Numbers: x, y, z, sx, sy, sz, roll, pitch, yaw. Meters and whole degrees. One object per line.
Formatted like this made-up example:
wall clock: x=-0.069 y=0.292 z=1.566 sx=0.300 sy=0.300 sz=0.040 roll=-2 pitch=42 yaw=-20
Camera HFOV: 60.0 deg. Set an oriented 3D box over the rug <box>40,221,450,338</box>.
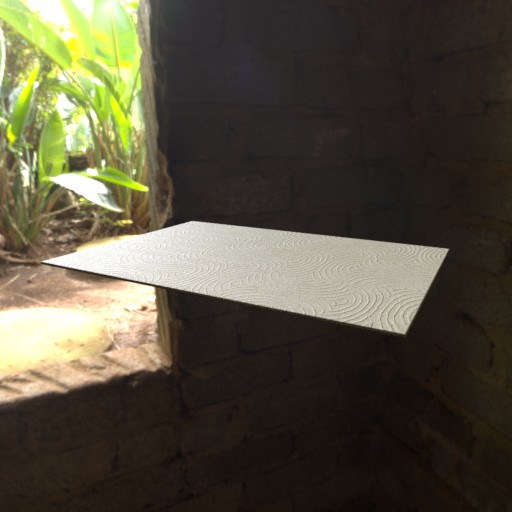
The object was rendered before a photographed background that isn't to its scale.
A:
rug: x=0.000 y=0.000 z=2.824 sx=2.132 sy=0.015 sz=1.526 roll=8 pitch=17 yaw=28
